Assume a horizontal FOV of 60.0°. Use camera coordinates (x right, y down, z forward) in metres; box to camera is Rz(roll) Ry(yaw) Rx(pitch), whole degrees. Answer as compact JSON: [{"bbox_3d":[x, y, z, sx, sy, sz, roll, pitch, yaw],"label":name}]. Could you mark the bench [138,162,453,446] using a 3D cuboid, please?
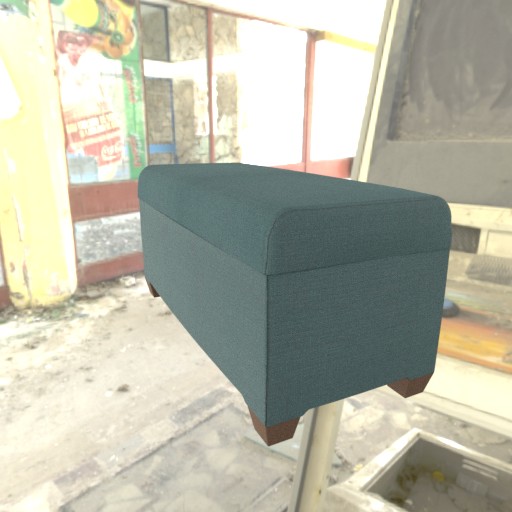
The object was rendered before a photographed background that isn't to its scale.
[{"bbox_3d":[0.000,0.000,1.279,0.476,0.474,0.995,-8,18,-26],"label":"bench"}]
